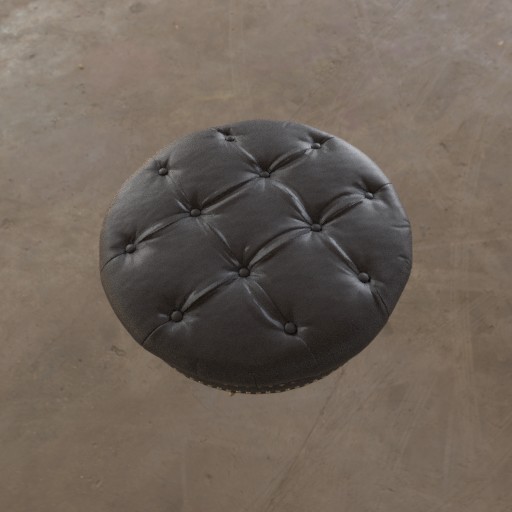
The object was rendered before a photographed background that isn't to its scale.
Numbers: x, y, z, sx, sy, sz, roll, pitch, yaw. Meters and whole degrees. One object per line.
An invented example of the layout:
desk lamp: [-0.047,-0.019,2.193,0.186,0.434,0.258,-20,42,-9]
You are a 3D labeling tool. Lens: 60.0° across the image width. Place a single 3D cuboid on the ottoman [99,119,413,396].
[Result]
ottoman: [0.000,0.000,1.410,0.901,0.439,0.901,0,59,0]
